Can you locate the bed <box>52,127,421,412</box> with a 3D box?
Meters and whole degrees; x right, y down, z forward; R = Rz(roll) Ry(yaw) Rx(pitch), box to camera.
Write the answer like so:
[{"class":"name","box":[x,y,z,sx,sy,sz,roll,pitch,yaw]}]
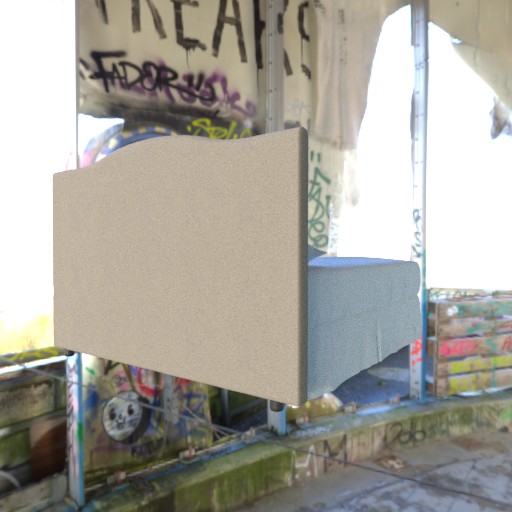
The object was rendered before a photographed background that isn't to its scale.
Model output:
[{"class":"bed","box":[0.000,0.000,3.469,2.083,1.421,2.182,1,2,36]}]
